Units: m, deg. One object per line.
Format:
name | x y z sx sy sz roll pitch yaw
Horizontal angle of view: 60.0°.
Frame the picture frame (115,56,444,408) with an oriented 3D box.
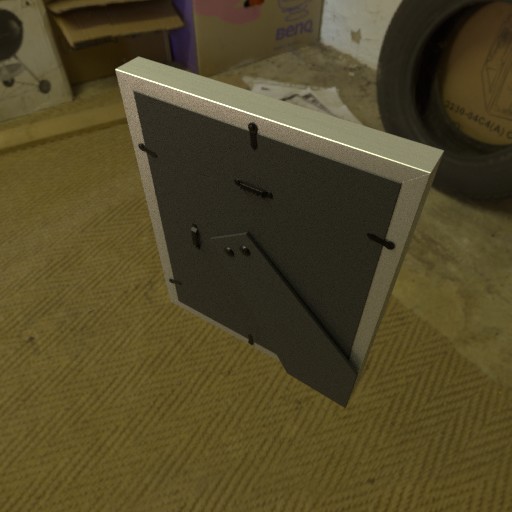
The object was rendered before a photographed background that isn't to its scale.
picture frame | 0.000 0.000 0.389 0.233 0.282 0.036 25 52 21
